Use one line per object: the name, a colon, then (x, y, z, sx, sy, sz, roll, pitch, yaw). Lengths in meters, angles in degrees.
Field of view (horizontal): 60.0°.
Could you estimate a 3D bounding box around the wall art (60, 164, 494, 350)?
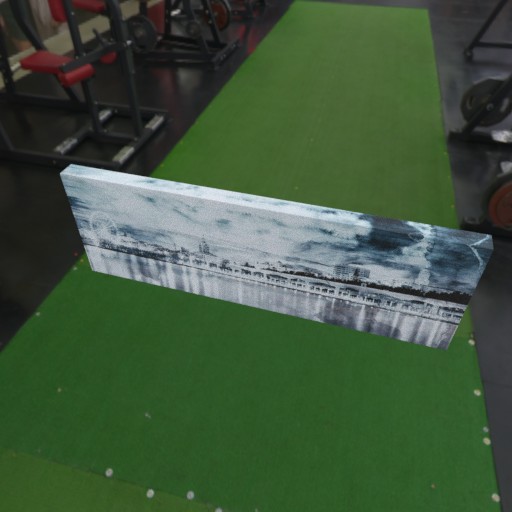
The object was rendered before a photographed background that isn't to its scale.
wall art: (0.000, 0.000, 0.846, 0.759, 0.251, 0.037, 11, 43, 12)
